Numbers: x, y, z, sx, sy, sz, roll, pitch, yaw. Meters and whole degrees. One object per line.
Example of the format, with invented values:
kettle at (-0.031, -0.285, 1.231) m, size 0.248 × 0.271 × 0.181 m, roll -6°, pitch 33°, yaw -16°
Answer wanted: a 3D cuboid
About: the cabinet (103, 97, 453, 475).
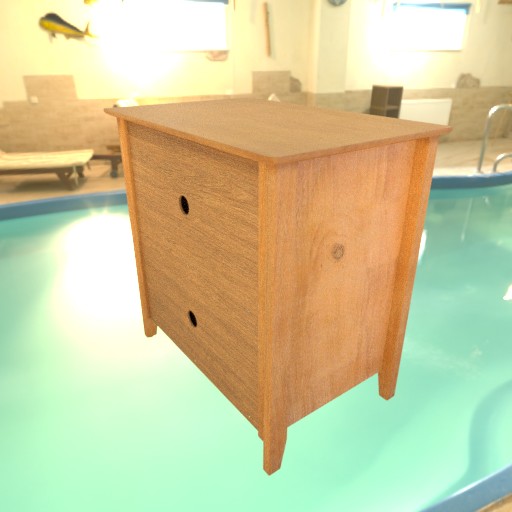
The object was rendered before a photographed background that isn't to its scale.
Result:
cabinet at (0.000, 0.000, 1.255) m, size 0.503 × 0.762 × 0.763 m, roll -18°, pitch 30°, yaw -33°
